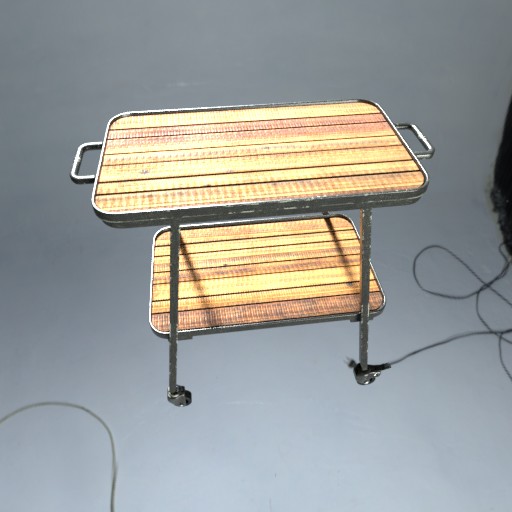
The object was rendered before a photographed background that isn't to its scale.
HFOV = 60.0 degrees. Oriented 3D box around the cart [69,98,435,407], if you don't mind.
[{"bbox_3d":[0.000,0.000,1.249,0.806,0.700,0.515,-5,45,-5],"label":"cart"}]
